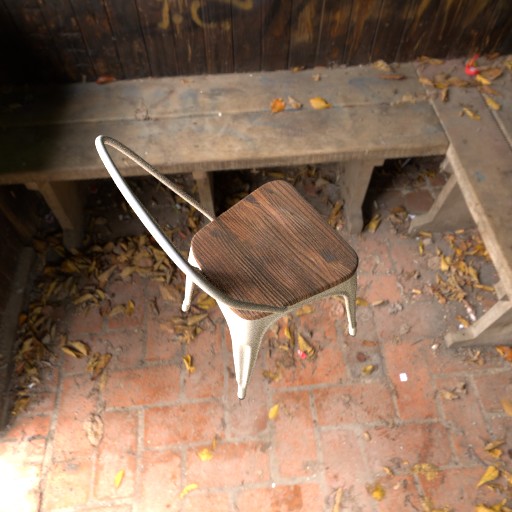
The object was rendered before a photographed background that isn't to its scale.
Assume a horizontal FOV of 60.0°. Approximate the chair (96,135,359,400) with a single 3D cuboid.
[{"bbox_3d":[0.000,0.000,1.152,0.521,0.851,0.452,-30,62,-17],"label":"chair"}]
